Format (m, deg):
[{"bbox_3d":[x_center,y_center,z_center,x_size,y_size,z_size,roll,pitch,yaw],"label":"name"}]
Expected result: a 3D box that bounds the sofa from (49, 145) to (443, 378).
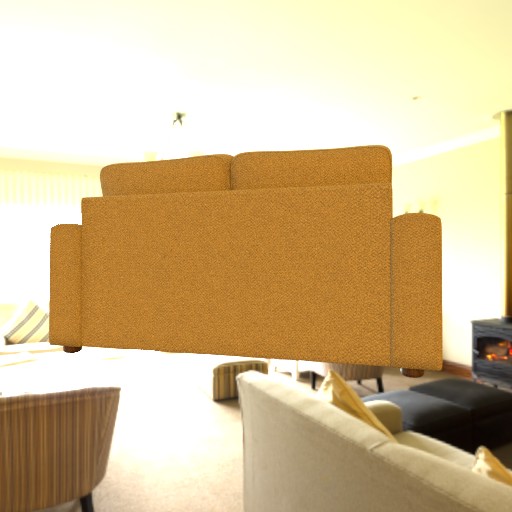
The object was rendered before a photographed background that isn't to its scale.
[{"bbox_3d":[0.000,0.000,2.208,1.616,0.873,1.016,0,-1,16],"label":"sofa"}]
